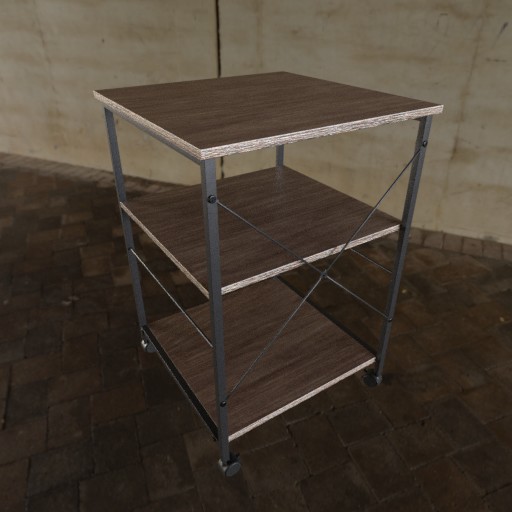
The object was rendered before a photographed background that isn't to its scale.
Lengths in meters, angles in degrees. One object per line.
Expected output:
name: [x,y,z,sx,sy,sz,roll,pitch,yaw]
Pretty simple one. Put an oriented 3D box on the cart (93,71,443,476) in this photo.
cart: [0.000,0.000,1.109,0.521,0.762,0.520,-18,35,-28]
